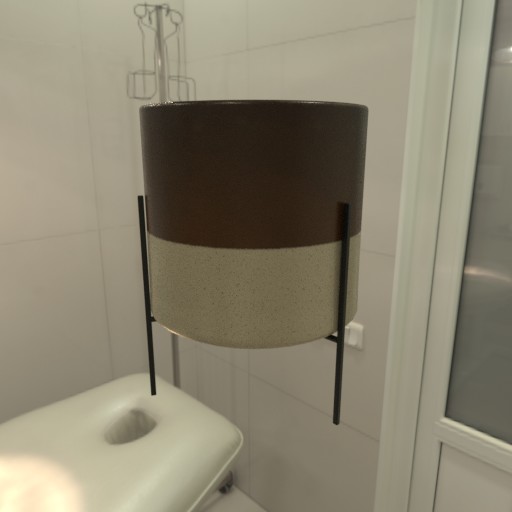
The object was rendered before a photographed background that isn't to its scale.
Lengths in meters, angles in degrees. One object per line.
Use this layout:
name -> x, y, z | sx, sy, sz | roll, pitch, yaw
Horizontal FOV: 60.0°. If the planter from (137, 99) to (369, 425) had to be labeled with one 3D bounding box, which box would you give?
planter -> 0.000, 0.000, 0.735 | 0.354, 0.465, 0.345 | 14, 21, 43
